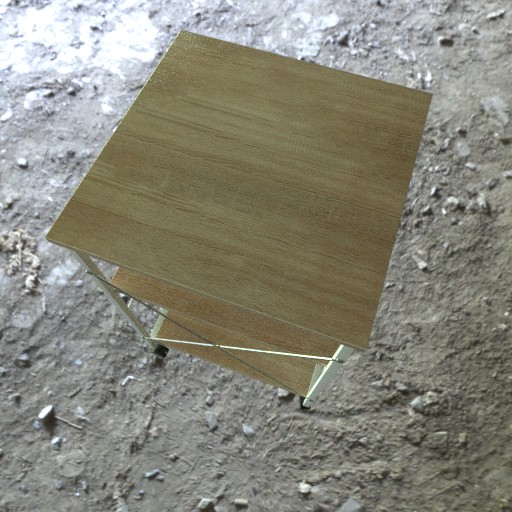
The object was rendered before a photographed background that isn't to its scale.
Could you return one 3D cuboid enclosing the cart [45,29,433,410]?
[{"bbox_3d":[0.000,0.000,1.109,0.521,0.762,0.520,18,65,9],"label":"cart"}]
